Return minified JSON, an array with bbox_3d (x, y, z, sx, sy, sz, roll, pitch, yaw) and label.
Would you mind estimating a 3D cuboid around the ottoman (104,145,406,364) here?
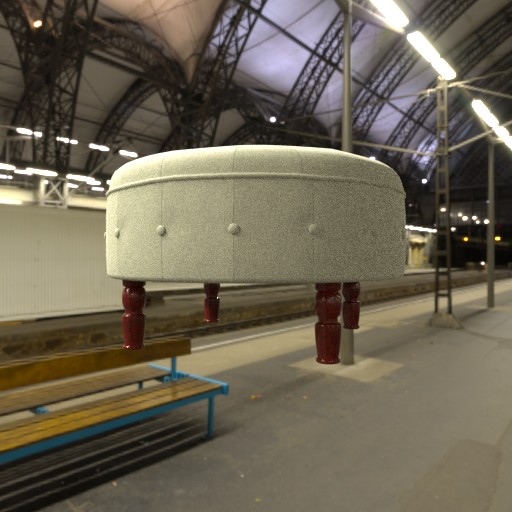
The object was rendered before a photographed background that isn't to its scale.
[{"bbox_3d":[0.000,0.000,1.323,0.850,0.483,0.850,0,0,0],"label":"ottoman"}]
